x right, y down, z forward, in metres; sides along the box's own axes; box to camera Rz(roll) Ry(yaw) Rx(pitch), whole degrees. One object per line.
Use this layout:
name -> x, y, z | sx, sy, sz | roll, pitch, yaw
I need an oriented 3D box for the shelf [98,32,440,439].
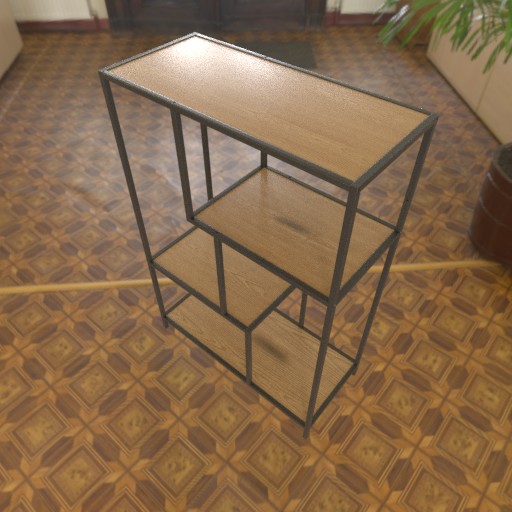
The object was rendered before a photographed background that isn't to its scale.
shelf -> 0.000, 0.000, 1.471 | 0.770, 1.138, 0.350 | 31, 54, 27
